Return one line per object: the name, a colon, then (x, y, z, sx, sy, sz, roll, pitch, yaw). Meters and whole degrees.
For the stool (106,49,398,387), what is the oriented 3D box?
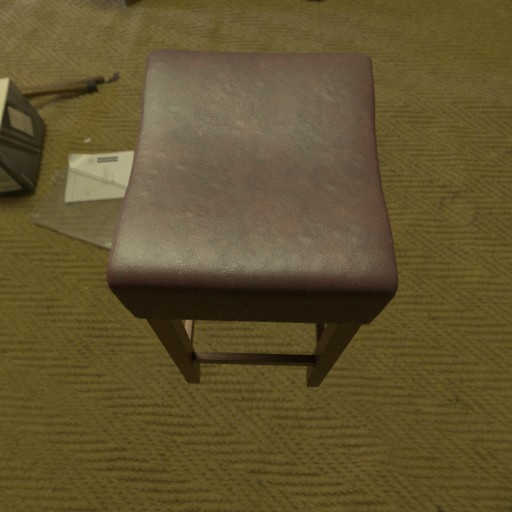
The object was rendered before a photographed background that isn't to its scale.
stool: (0.000, 0.000, 1.024, 0.401, 0.769, 0.465, 1, 64, 1)
